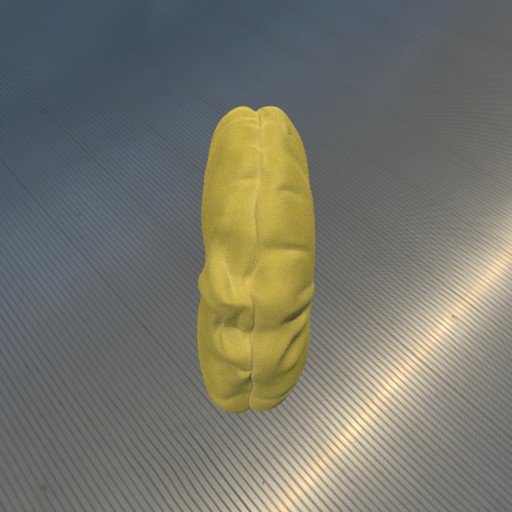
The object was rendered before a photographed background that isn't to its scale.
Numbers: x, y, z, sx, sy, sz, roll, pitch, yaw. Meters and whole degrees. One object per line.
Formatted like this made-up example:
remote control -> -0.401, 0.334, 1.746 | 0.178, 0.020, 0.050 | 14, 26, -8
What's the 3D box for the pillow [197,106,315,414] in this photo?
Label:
pillow -> 0.000, 0.000, 0.640 | 0.148, 0.407, 0.428 | 1, 58, 1
